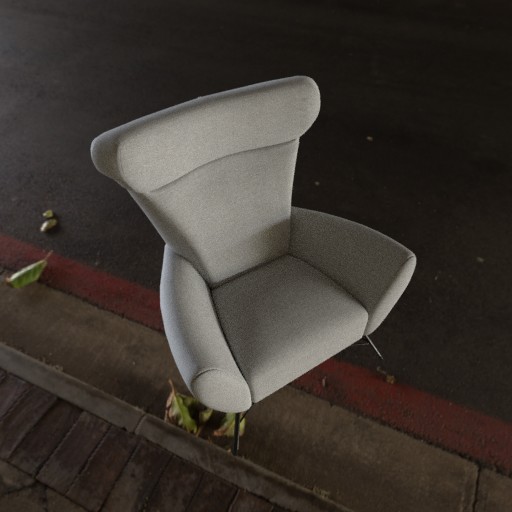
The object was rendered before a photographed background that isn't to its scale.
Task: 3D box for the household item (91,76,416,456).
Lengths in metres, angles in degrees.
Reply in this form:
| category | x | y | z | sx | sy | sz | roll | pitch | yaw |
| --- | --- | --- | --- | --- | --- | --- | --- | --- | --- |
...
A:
| category | x | y | z | sx | sy | sz | roll | pitch | yaw |
| --- | --- | --- | --- | --- | --- | --- | --- | --- | --- |
| household item | 0.000 | 0.000 | 1.779 | 0.980 | 1.050 | 0.900 | -25 | 51 | -22 |
